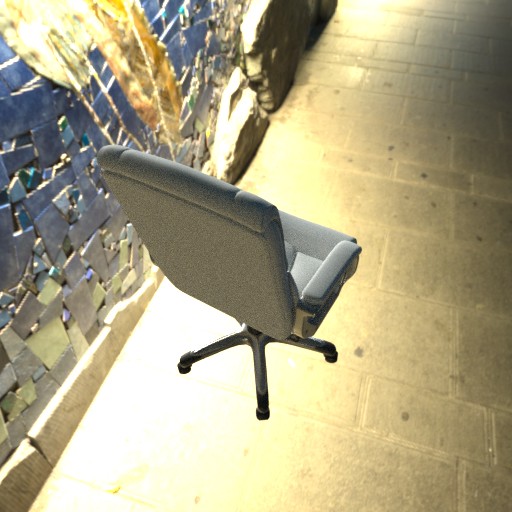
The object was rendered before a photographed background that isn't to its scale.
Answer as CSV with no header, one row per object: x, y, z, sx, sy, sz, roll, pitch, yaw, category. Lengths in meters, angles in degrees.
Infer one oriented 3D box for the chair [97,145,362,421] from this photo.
0.000,0.000,1.572,0.687,1.120,0.738,23,49,22,chair
